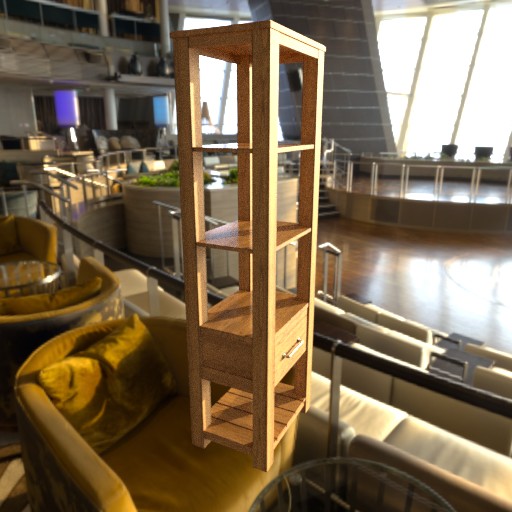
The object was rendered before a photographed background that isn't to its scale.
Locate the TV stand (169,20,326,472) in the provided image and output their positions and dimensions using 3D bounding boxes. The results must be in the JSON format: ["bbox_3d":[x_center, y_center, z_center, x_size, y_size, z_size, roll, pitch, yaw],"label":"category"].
[{"bbox_3d":[0.000,0.000,2.049,0.435,1.828,0.565,8,18,26],"label":"TV stand"}]
